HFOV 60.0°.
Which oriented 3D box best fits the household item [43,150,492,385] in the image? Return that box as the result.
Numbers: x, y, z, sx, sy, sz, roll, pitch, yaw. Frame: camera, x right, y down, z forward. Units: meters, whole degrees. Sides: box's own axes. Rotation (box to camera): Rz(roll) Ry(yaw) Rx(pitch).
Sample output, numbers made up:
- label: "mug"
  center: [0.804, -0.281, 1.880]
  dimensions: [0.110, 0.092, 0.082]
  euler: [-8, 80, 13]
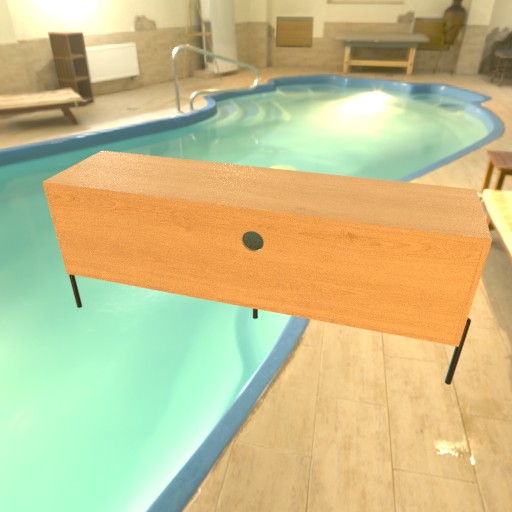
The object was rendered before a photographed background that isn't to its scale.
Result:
- label: "household item"
  center: [0.000, 0.000, 1.749]
  dimensions: [1.550, 0.600, 0.400]
  euler: [9, 32, 14]
